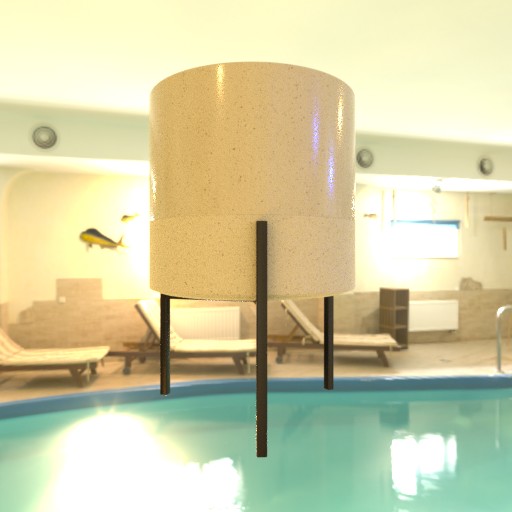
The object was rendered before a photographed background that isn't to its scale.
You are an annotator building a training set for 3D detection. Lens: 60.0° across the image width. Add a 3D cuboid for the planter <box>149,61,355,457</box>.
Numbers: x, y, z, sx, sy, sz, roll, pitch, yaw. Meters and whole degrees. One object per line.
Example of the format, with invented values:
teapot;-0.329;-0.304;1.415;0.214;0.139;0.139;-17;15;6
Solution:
planter;0.000;0.000;0.337;0.159;0.230;0.152;0;0;-35
